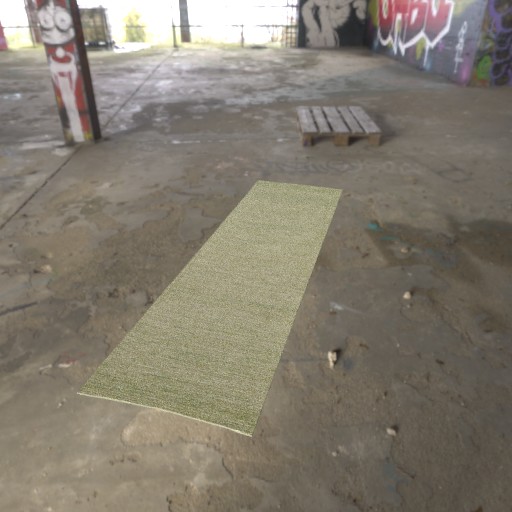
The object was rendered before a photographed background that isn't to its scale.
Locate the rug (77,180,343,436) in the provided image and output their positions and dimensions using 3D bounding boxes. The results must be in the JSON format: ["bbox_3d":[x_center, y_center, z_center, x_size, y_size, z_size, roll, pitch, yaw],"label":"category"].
[{"bbox_3d":[0.000,0.000,2.539,0.686,0.013,2.340,9,31,15],"label":"rug"}]
